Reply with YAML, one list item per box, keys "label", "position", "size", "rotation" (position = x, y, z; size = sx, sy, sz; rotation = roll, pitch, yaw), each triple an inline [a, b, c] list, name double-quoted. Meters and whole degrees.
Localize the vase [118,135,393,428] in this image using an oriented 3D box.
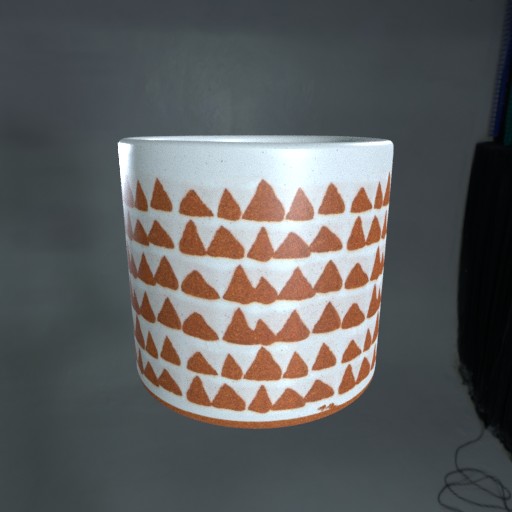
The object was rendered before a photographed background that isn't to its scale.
- label: "vase"
  position: [0.000, 0.000, 0.246]
  size: [0.137, 0.127, 0.137]
  rotation: [0, 16, 0]
